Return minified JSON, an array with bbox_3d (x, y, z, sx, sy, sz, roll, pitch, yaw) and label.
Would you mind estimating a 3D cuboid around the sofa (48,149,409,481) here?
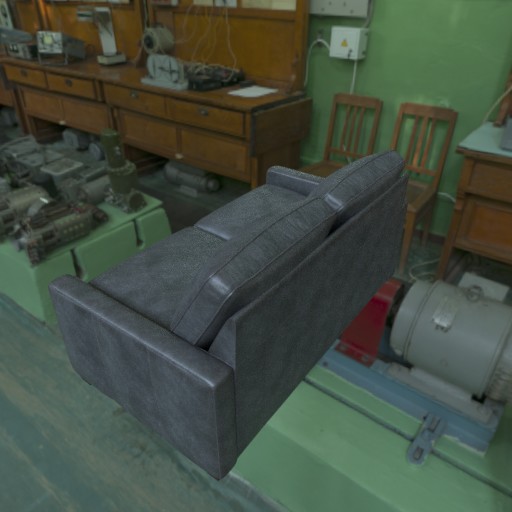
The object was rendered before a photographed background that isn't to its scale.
[{"bbox_3d":[0.000,0.000,2.258,0.939,0.916,1.732,22,38,30],"label":"sofa"}]
